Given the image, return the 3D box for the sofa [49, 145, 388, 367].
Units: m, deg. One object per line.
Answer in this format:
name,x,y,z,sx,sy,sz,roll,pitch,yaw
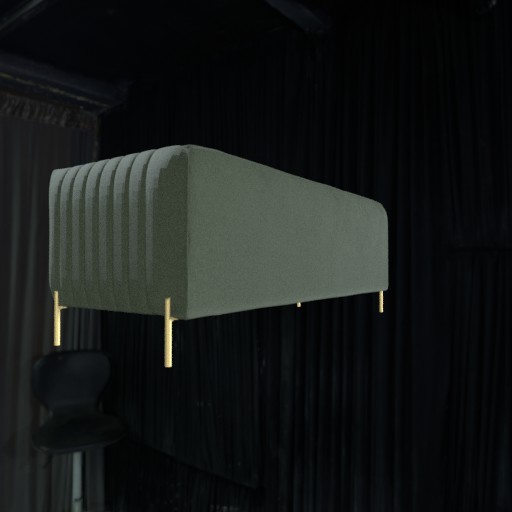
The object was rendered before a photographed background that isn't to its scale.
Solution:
sofa,0.000,0.000,2.596,0.896,0.793,2.137,-1,-1,35
